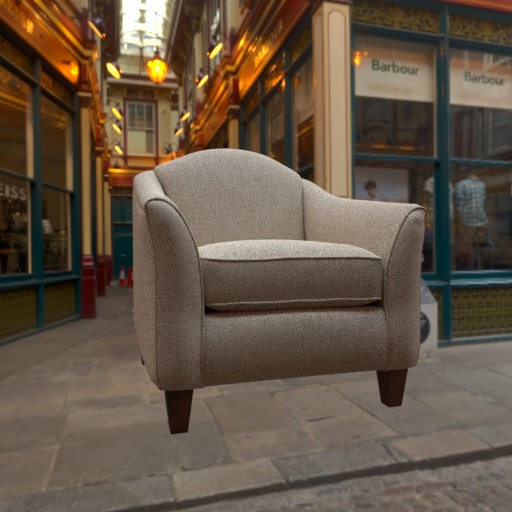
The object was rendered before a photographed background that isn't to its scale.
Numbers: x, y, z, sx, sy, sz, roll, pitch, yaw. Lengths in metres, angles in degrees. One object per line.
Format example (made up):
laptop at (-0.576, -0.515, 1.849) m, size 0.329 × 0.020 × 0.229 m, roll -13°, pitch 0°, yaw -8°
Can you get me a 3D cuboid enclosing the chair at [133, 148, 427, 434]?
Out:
chair at (0.000, 0.000, 1.460) m, size 0.763 × 0.839 × 0.787 m, roll 0°, pitch 1°, yaw -17°
